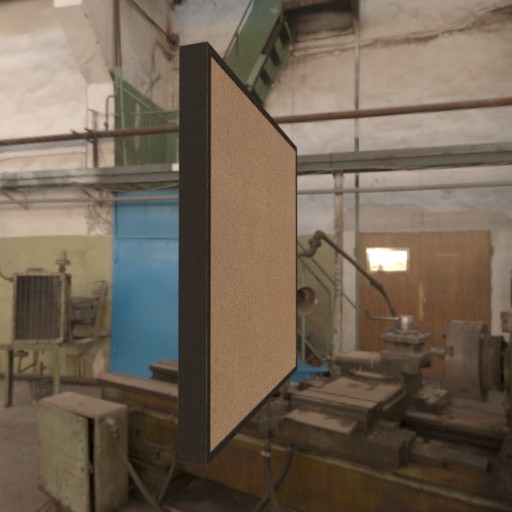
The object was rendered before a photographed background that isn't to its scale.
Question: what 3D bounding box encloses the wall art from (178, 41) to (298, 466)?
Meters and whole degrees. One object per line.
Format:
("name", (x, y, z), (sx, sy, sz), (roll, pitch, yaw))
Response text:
("wall art", (0.000, 0.000, 0.777), (0.038, 0.508, 0.508), (0, -1, 18))
